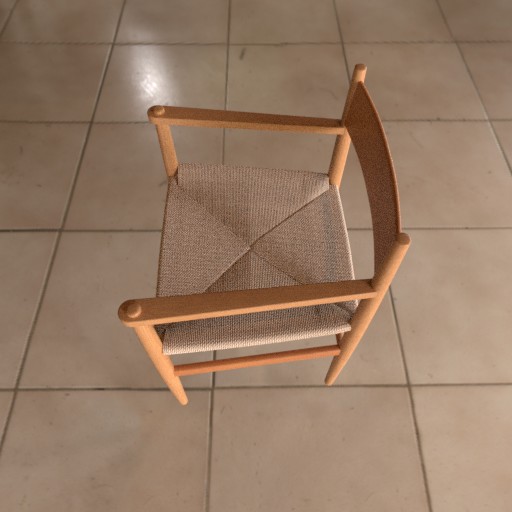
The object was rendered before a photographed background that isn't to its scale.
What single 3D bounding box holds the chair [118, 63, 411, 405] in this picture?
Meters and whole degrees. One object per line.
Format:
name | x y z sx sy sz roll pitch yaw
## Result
chair | 0.000 0.000 1.112 0.495 0.762 0.556 -1 58 -1
